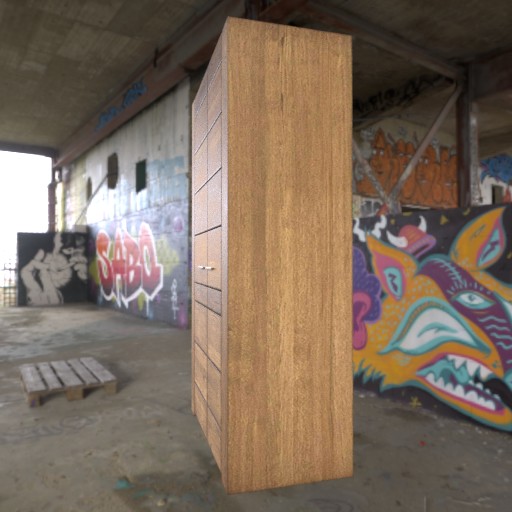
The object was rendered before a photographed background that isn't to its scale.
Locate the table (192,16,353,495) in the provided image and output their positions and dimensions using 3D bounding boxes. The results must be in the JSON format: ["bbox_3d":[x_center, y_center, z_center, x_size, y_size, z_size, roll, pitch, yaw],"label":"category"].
[{"bbox_3d":[0.000,0.000,2.454,0.600,2.000,1.100,0,-1,-16],"label":"table"}]
